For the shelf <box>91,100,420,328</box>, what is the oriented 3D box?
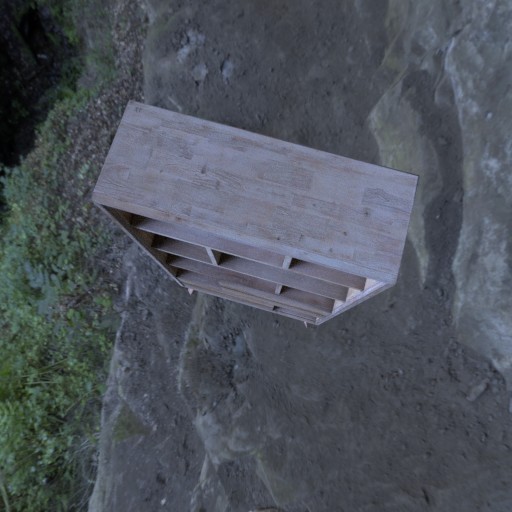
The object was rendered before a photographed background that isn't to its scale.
[{"bbox_3d":[0.000,0.000,1.786,0.748,1.471,0.308,16,78,4],"label":"shelf"}]
